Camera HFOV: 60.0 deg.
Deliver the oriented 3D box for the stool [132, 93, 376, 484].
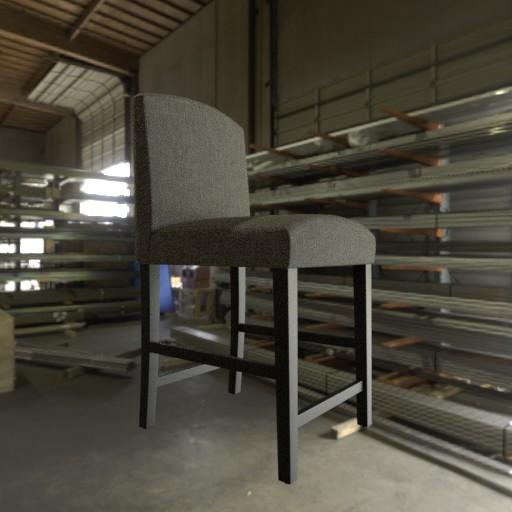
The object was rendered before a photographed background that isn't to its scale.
[{"bbox_3d":[0.000,0.000,1.248,0.552,0.966,0.451,0,1,38],"label":"stool"}]
